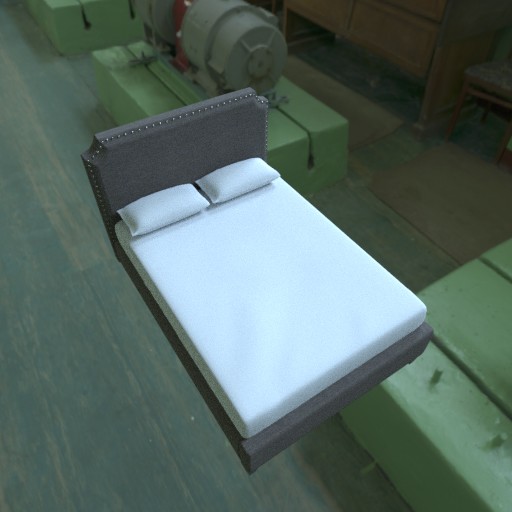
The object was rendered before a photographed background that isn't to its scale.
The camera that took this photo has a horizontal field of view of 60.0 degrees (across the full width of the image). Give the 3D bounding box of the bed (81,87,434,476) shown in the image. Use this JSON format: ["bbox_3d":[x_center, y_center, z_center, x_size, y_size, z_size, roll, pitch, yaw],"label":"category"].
[{"bbox_3d":[0.000,0.000,3.515,1.713,1.457,2.381,-26,52,-22],"label":"bed"}]
